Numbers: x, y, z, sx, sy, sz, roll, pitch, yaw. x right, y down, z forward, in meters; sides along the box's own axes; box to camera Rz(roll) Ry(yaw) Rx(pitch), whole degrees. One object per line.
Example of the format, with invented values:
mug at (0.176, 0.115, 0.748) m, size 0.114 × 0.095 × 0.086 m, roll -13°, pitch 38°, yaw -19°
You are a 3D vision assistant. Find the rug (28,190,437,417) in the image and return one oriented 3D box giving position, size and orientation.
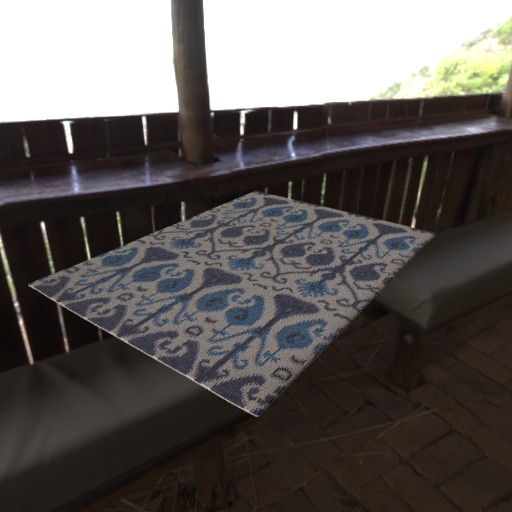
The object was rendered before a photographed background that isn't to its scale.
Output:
rug at (0.000, 0.000, 4.262) m, size 2.443 × 0.024 × 3.228 m, roll 18°, pitch 32°, yaw 33°
